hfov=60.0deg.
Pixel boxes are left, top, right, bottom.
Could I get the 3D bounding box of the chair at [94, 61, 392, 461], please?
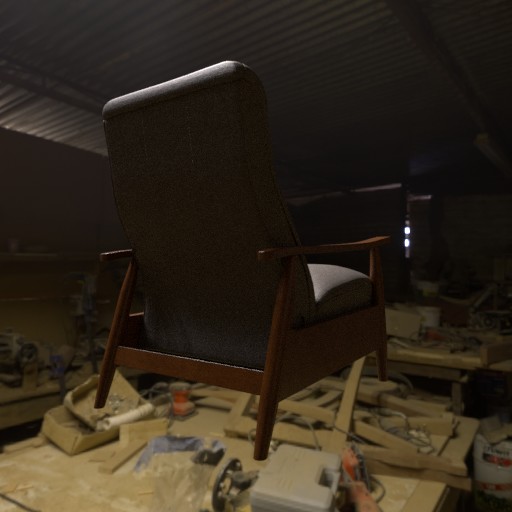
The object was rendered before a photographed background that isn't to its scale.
[{"bbox_3d":[0.000,0.000,1.765,0.762,1.081,1.014,-1,-1,36],"label":"chair"}]
